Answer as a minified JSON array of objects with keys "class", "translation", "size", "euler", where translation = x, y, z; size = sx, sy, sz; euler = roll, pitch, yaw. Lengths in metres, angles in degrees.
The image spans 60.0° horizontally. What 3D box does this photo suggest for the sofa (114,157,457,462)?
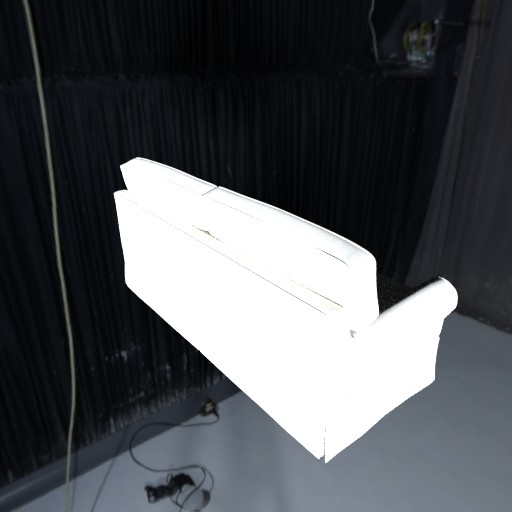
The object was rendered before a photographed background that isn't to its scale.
[{"class":"sofa","translation":[0.000,0.000,2.560],"size":[0.862,0.937,2.021],"euler":[-19,31,-34]}]
